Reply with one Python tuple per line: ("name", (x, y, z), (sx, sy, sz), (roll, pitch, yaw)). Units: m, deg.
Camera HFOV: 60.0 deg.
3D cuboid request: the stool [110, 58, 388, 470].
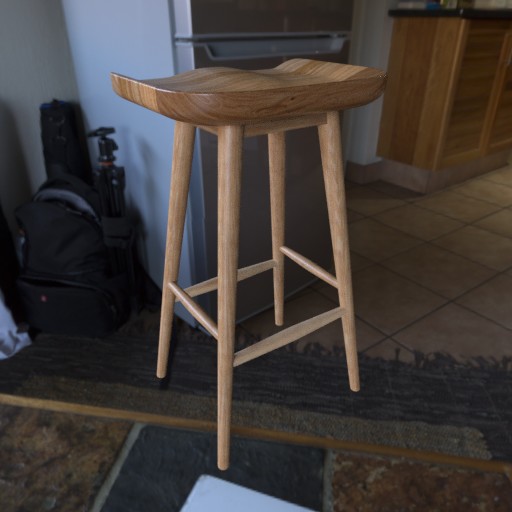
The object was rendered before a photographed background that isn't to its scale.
("stool", (0.000, 0.000, 0.903), (0.407, 0.698, 0.322), (-18, 34, -29))
